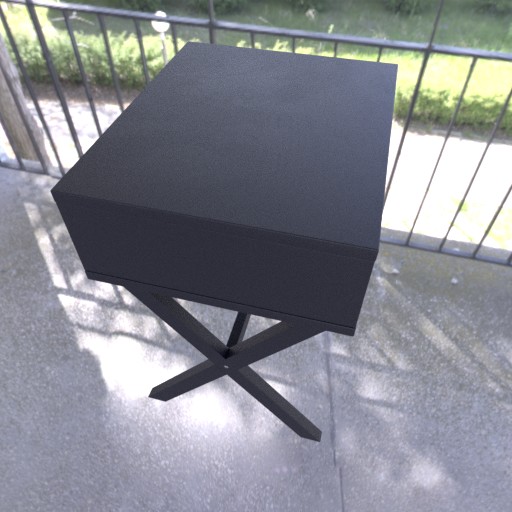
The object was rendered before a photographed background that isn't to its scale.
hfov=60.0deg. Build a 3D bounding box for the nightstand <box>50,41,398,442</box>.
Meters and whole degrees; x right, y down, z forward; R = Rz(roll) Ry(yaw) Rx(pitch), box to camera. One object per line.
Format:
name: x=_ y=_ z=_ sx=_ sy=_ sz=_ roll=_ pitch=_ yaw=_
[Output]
nightstand: x=0.000 y=0.000 z=0.898 sx=0.402 sy=0.623 sz=0.479 roll=11 pitch=48 yaw=10
